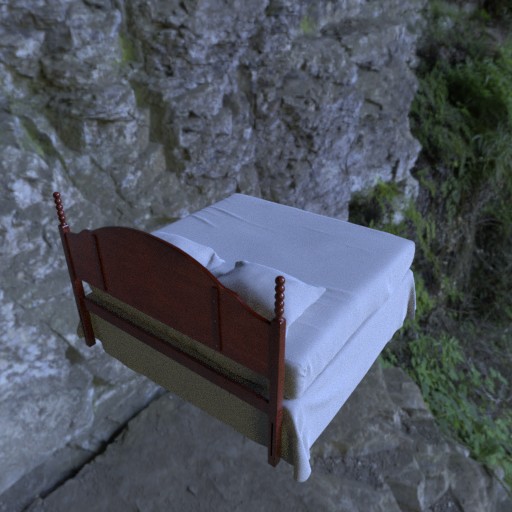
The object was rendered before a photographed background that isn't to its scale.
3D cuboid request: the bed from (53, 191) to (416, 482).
[{"bbox_3d":[0.000,0.000,3.655,2.322,1.355,2.219,20,35,31],"label":"bed"}]
